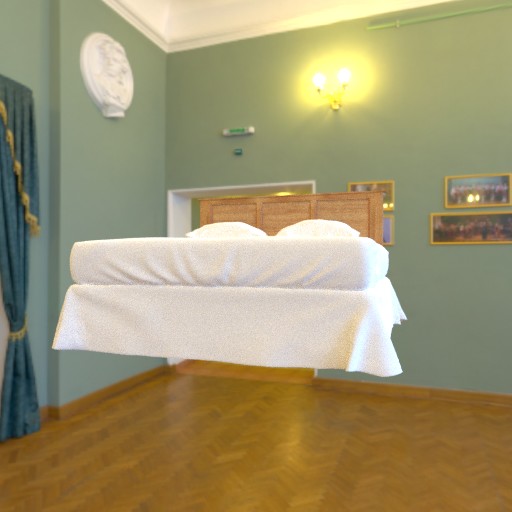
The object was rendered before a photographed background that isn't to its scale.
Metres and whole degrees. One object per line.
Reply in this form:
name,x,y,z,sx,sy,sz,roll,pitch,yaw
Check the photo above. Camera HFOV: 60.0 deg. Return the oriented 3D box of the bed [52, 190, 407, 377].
bed,0.000,0.000,3.587,2.317,1.270,2.215,0,0,19
